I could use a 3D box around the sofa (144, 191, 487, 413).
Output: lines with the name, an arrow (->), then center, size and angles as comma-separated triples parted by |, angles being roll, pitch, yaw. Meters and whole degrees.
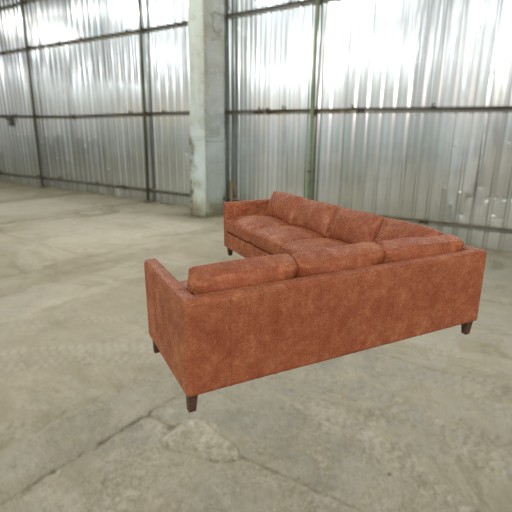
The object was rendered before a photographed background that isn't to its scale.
sofa -> 0.000, 0.000, 4.300 | 2.438, 0.838, 3.167 | -8, 17, -25
